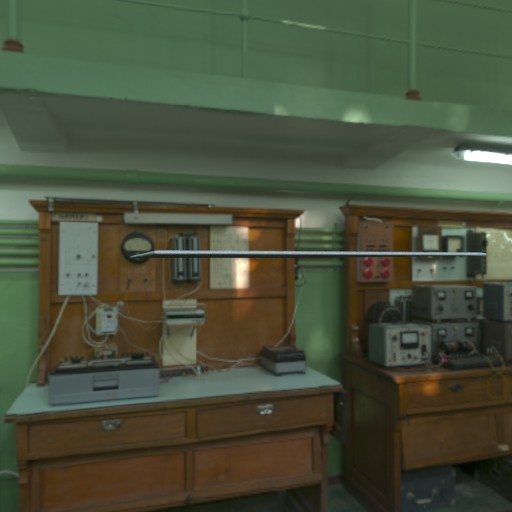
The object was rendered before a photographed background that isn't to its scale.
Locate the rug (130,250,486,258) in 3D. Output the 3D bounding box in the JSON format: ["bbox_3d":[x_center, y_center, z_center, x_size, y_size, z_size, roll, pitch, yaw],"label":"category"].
[{"bbox_3d":[0.000,0.000,3.499,1.819,0.018,2.746,0,-1,-18],"label":"rug"}]
